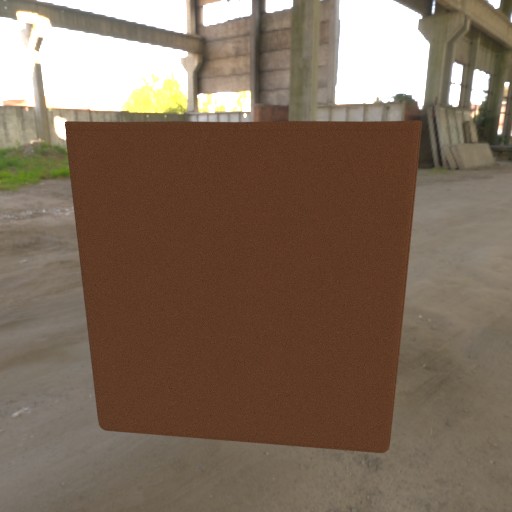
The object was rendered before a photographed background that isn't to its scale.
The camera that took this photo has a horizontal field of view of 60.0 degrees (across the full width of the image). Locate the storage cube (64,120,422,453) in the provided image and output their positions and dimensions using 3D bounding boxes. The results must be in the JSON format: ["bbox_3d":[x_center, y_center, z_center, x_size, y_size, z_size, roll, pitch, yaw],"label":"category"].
[{"bbox_3d":[0.000,0.000,0.487,0.270,0.280,0.270,2,16,7],"label":"storage cube"}]
